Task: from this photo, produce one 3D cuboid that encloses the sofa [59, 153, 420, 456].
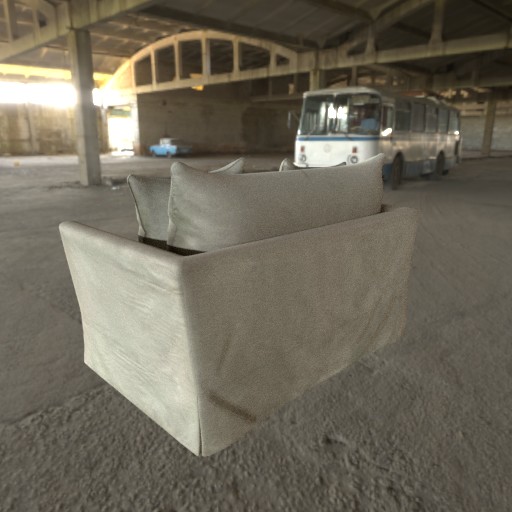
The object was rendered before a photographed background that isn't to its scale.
[{"bbox_3d":[0.000,0.000,2.301,1.608,1.040,1.035,-14,21,-42],"label":"sofa"}]
